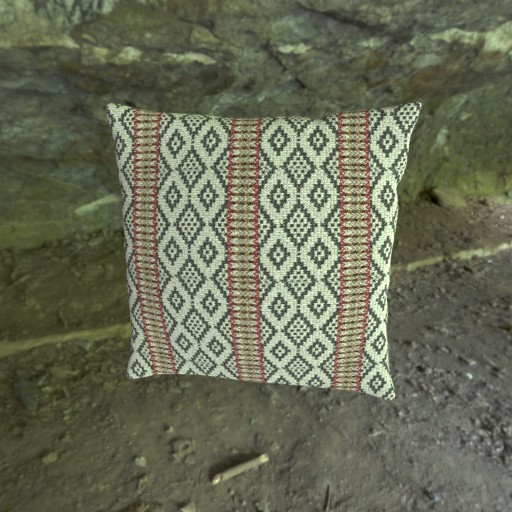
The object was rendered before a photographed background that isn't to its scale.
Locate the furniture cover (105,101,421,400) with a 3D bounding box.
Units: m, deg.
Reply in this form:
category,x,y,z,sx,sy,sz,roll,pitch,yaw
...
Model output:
category,x,y,z,sx,sy,sz,roll,pitch,yaw
furniture cover,0.000,0.000,0.766,0.503,0.506,0.182,2,15,8
